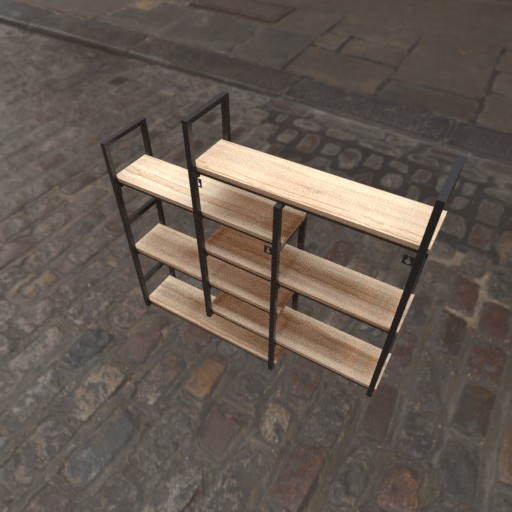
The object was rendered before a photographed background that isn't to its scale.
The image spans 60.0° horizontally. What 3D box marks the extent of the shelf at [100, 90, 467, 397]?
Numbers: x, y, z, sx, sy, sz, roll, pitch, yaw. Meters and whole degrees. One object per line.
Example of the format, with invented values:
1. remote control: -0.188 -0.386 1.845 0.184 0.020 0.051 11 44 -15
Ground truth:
1. shelf: 0.000 0.000 1.384 0.946 0.921 0.183 23 49 21
